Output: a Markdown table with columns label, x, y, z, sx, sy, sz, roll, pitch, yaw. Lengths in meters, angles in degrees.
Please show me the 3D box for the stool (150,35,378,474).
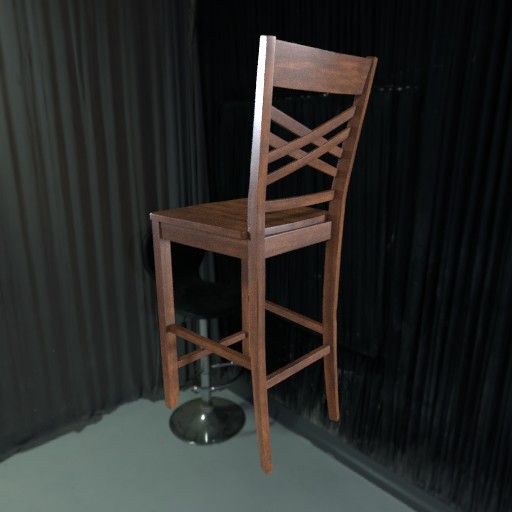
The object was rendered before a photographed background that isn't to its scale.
| label | x | y | z | sx | sy | sz | roll | pitch | yaw |
| --- | --- | --- | --- | --- | --- | --- | --- | --- | --- |
| stool | 0.000 | 0.000 | 1.331 | 0.504 | 1.098 | 0.426 | 15 | 22 | 42 |
